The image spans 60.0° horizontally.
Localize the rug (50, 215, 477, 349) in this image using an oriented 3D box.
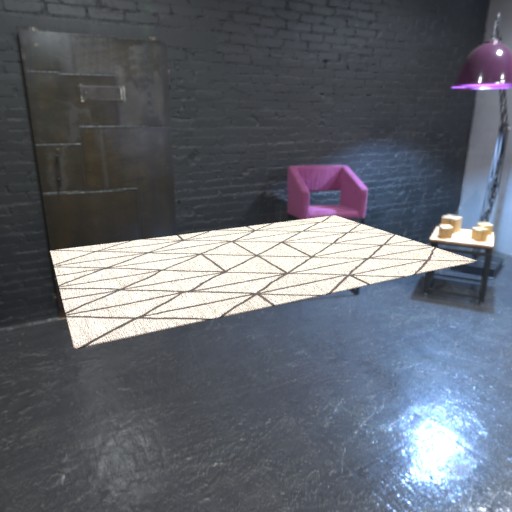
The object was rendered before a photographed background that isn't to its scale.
[{"bbox_3d":[0.000,0.000,2.999,2.465,0.008,1.526,-9,20,-26],"label":"rug"}]
